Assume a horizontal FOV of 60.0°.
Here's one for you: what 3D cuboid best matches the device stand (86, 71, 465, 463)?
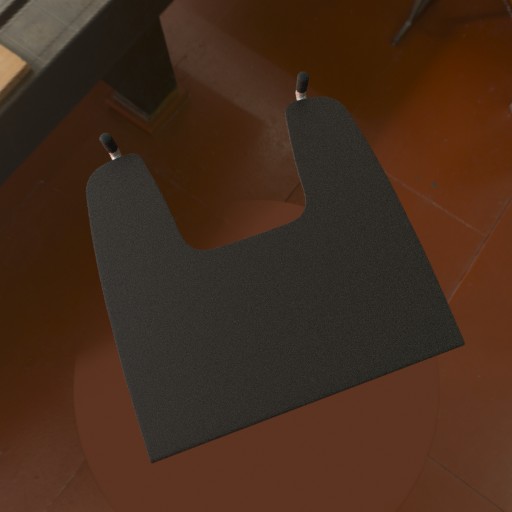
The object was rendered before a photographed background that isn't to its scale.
[{"bbox_3d":[0.000,0.000,0.349,0.230,0.092,0.230,-19,76,-5],"label":"device stand"}]
